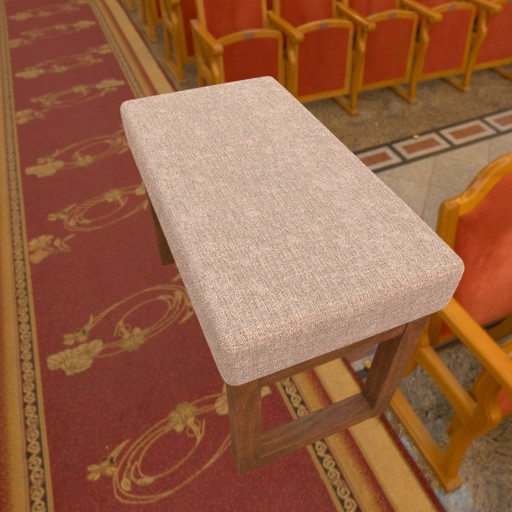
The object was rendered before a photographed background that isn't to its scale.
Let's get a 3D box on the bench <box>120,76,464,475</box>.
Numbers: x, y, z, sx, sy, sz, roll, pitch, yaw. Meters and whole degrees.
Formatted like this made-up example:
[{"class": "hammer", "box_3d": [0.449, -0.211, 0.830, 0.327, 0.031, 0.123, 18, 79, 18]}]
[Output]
[{"class": "bench", "box_3d": [0.000, 0.000, 0.940, 0.366, 0.467, 0.681, -16, 47, -16]}]
